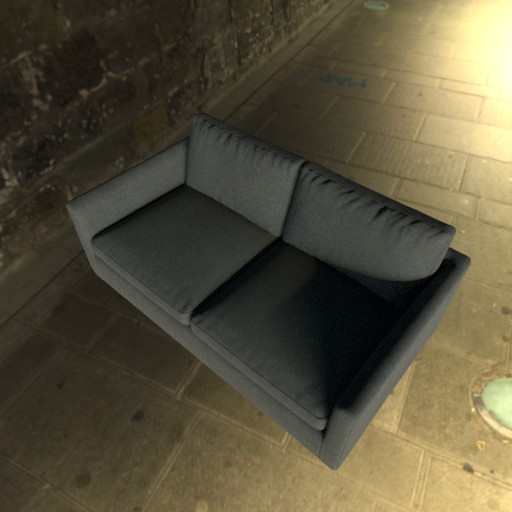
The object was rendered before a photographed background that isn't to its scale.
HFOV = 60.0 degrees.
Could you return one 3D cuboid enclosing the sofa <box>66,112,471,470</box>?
[{"bbox_3d":[0.000,0.000,2.475,1.909,0.845,1.091,32,54,27],"label":"sofa"}]
